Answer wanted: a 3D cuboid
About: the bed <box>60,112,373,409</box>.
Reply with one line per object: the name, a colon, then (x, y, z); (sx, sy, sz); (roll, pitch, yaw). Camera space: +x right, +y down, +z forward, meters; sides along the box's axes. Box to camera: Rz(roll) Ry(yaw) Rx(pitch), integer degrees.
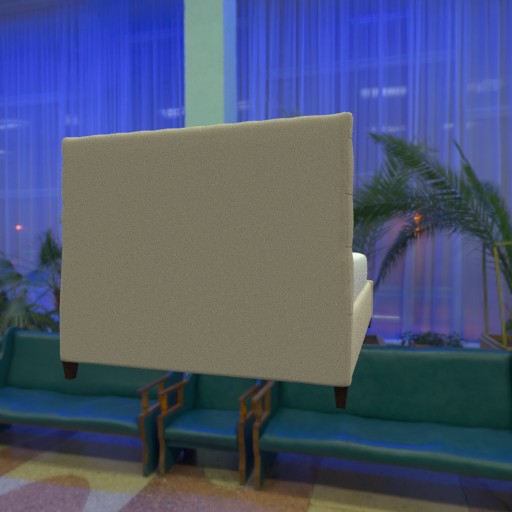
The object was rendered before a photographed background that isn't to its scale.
bed: (0.000, 0.000, 3.472); (1.698, 1.427, 2.387); (0, 1, 17)
